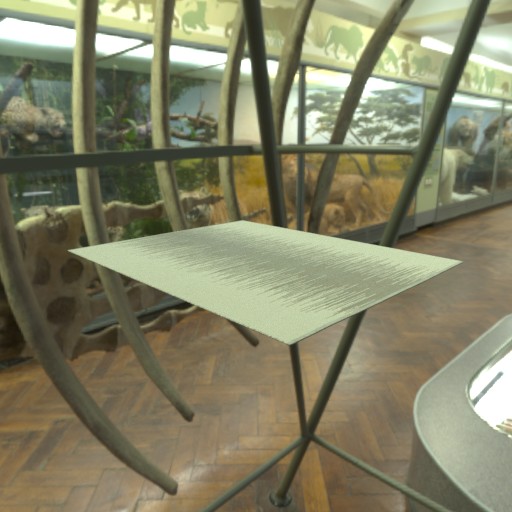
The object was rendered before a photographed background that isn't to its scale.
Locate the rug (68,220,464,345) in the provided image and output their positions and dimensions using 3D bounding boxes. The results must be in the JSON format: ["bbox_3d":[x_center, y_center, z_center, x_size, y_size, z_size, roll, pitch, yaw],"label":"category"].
[{"bbox_3d":[0.000,0.000,4.328,2.453,0.010,3.037,-14,20,-43],"label":"rug"}]
